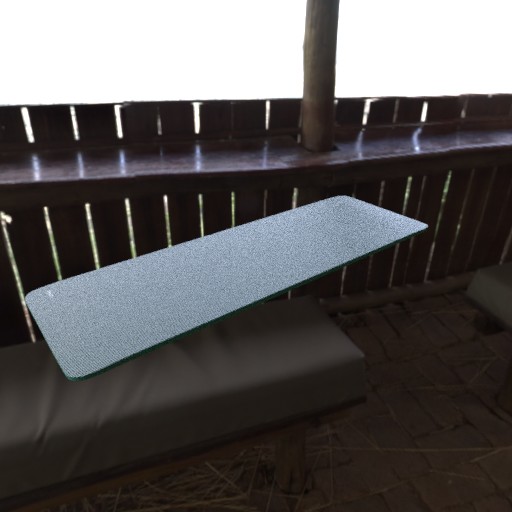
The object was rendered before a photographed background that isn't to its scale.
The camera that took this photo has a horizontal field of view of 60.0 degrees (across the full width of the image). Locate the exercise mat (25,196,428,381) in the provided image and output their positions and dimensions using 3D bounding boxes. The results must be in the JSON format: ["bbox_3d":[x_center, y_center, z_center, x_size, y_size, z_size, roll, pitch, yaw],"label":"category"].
[{"bbox_3d":[0.000,0.000,2.035,1.869,0.021,0.616,-20,34,-33],"label":"exercise mat"}]
